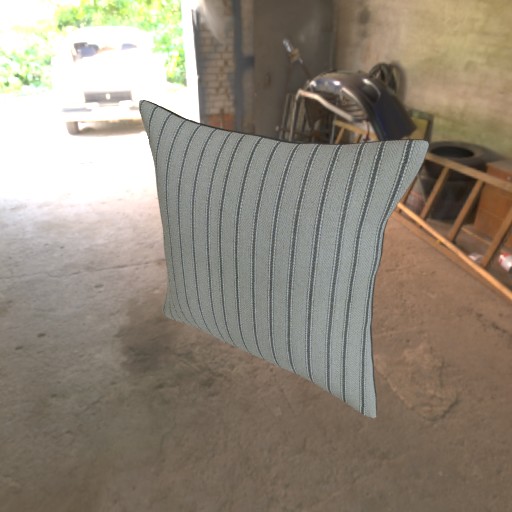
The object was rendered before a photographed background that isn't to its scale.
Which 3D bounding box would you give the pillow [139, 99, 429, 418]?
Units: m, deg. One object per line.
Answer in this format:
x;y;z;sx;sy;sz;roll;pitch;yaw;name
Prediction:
0.000;0.000;0.712;0.468;0.444;0.138;19;35;29;pillow
